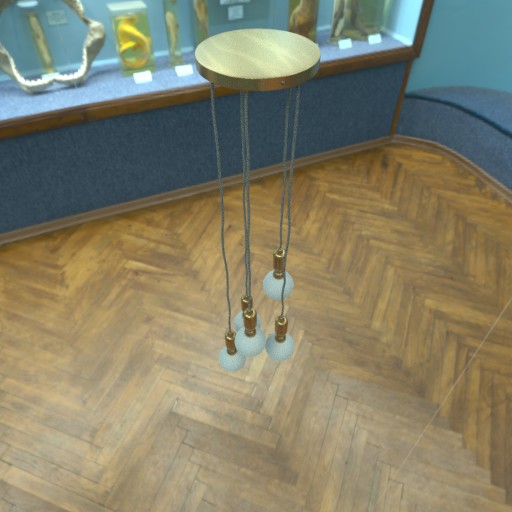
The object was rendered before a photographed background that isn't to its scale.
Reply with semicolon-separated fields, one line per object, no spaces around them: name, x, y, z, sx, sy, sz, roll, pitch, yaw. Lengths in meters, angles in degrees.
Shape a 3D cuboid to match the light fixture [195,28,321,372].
light fixture;0.000;0.000;0.505;0.108;0.457;0.105;-16;48;-15
